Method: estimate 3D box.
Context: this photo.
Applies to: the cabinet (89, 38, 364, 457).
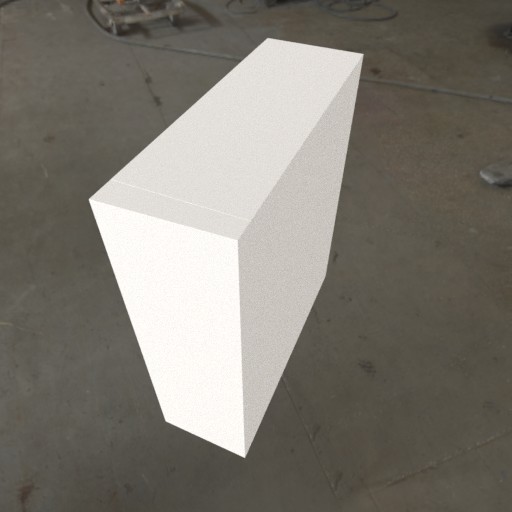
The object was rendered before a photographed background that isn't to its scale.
[{"bbox_3d":[0.000,0.000,1.629,0.348,1.150,0.990,18,49,16],"label":"cabinet"}]
